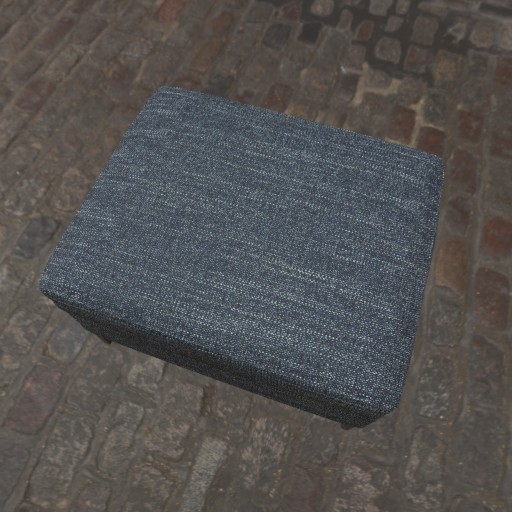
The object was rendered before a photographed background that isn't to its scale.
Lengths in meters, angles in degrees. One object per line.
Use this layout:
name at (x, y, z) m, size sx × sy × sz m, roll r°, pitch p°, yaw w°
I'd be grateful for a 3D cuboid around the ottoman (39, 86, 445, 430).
ottoman at (0.000, 0.000, 1.202) m, size 0.814 × 0.491 × 0.667 m, roll 17°, pitch 65°, yaw 8°
